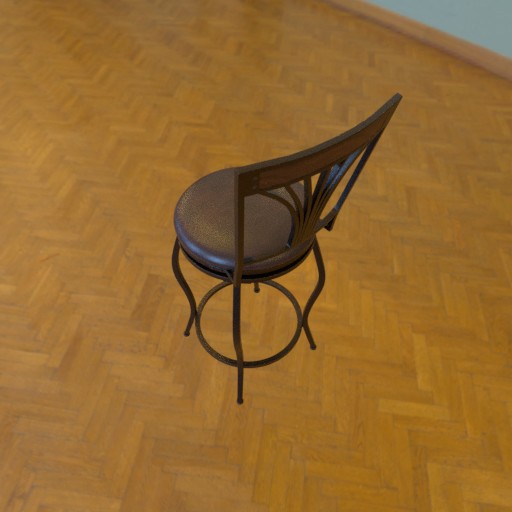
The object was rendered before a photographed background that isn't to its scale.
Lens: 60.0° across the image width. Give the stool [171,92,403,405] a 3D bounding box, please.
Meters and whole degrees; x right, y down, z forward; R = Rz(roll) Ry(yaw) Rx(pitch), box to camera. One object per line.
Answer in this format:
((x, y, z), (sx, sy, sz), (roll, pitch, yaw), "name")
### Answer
((0.000, 0.000, 1.381), (0.433, 1.117, 0.514), (-30, 55, -24), "stool")
